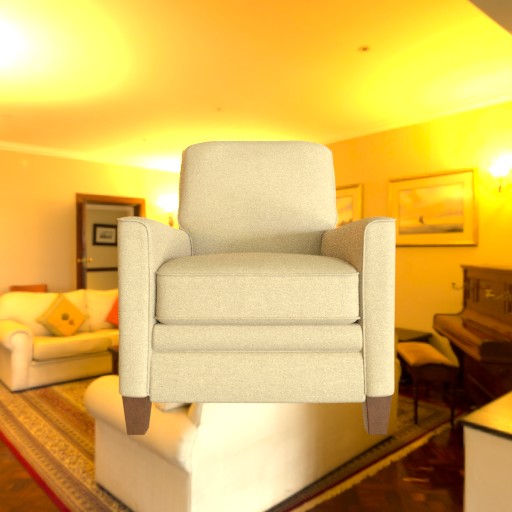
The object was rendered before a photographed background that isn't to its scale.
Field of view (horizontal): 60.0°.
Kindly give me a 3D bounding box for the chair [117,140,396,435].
[{"bbox_3d":[0.000,0.000,1.647,0.841,1.023,0.858,0,1,0],"label":"chair"}]
